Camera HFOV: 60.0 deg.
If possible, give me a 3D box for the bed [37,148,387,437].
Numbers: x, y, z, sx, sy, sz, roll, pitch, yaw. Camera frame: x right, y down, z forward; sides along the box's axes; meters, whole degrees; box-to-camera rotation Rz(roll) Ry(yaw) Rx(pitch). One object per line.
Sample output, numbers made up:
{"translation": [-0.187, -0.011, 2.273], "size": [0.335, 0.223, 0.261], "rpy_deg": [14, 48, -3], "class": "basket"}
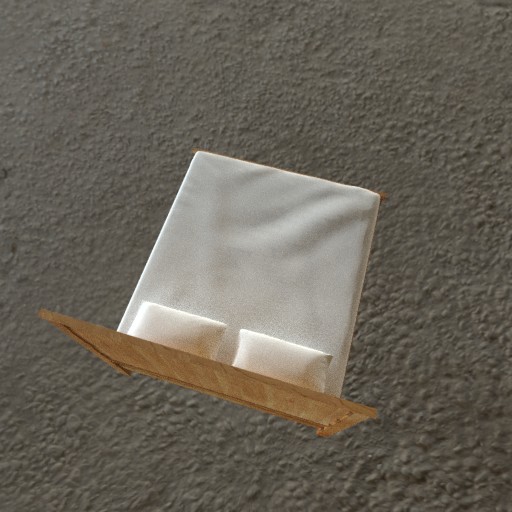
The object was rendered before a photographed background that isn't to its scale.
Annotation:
{"translation": [0.000, 0.000, 3.610], "size": [1.936, 1.686, 2.201], "rpy_deg": [15, 65, 7], "class": "bed"}
